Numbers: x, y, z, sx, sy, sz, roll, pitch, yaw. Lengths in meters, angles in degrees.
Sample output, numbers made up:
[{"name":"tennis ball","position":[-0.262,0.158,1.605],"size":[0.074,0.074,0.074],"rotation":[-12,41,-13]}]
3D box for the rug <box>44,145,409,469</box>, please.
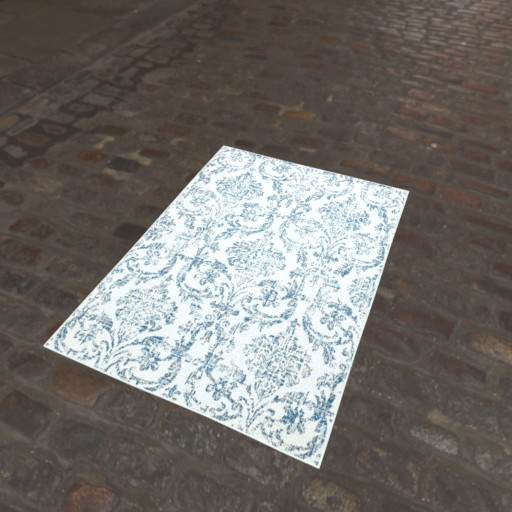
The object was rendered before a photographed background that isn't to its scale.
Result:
[{"name":"rug","position":[0.000,0.000,2.903],"size":[1.586,0.014,2.197],"rotation":[18,49,16]}]
